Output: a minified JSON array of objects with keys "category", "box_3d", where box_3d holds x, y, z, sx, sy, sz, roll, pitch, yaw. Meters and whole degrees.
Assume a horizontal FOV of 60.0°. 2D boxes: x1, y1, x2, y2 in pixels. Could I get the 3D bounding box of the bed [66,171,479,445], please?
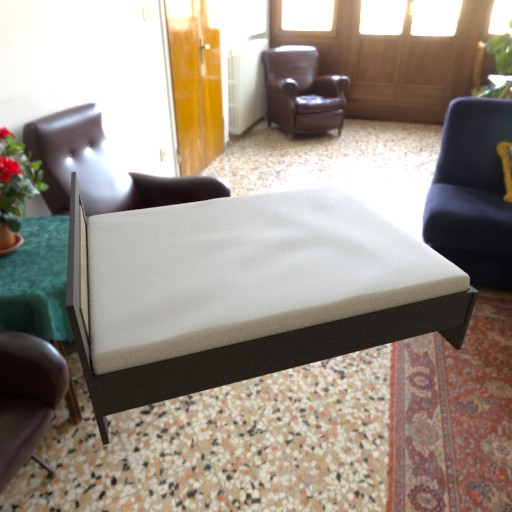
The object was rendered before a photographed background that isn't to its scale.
[{"category":"bed","box_3d":[0.000,0.000,2.825,2.073,0.823,1.585,-10,32,-16]}]
